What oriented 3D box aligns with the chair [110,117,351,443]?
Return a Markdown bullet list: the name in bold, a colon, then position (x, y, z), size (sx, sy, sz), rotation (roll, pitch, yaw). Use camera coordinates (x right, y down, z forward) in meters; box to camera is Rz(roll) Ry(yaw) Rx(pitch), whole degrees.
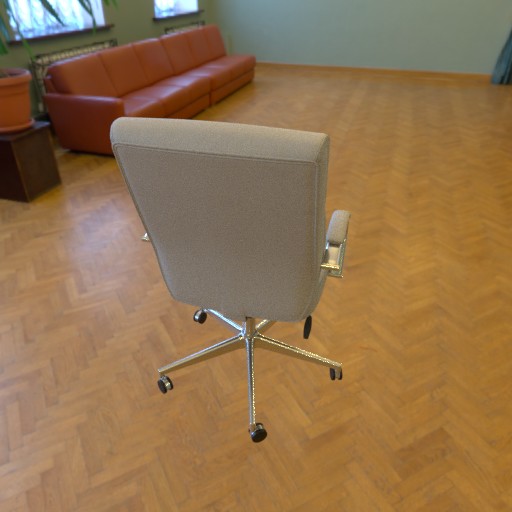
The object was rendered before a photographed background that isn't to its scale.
- **chair**: position (0.000, 0.000, 1.602), size (0.727, 1.099, 0.745), rotation (9, 33, 13)
